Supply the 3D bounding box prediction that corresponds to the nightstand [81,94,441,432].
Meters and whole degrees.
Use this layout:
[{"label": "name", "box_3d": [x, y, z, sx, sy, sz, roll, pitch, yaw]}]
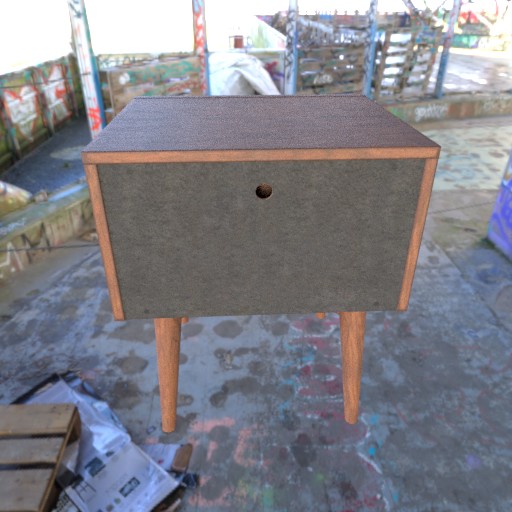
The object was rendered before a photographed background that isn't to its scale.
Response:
[{"label": "nightstand", "box_3d": [0.000, 0.000, 0.980, 0.521, 0.607, 0.445, -2, 30, -3]}]
